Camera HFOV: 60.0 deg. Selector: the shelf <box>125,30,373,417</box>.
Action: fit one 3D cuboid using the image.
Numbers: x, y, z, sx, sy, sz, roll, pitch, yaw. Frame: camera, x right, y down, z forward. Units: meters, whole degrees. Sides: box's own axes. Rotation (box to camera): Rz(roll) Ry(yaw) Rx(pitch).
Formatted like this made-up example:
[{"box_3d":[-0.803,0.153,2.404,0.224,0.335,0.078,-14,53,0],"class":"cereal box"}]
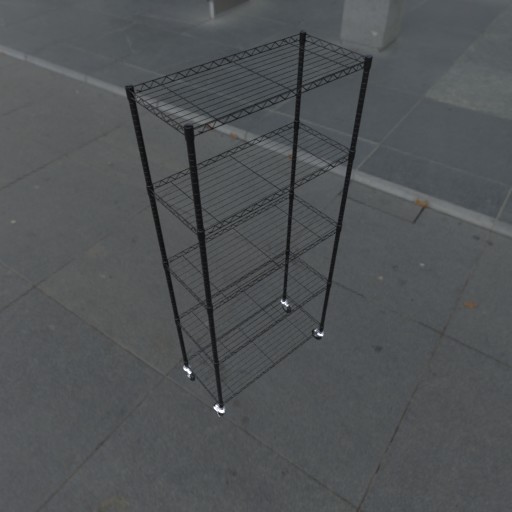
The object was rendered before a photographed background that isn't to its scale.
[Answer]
[{"box_3d":[0.000,0.000,1.970,0.762,1.645,0.356,-31,52,-27],"class":"shelf"}]
